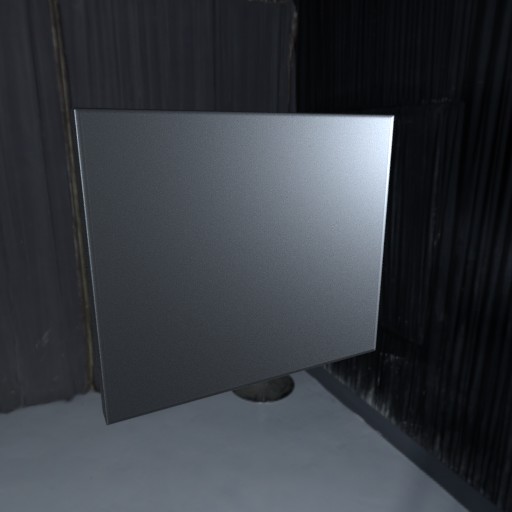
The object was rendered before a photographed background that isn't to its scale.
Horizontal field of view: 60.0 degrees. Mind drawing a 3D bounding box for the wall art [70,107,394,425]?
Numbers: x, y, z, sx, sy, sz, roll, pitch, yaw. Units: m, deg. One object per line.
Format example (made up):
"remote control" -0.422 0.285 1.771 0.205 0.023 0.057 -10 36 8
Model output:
"wall art" 0.000 0.000 0.535 0.380 0.330 0.028 -8 17 -26
